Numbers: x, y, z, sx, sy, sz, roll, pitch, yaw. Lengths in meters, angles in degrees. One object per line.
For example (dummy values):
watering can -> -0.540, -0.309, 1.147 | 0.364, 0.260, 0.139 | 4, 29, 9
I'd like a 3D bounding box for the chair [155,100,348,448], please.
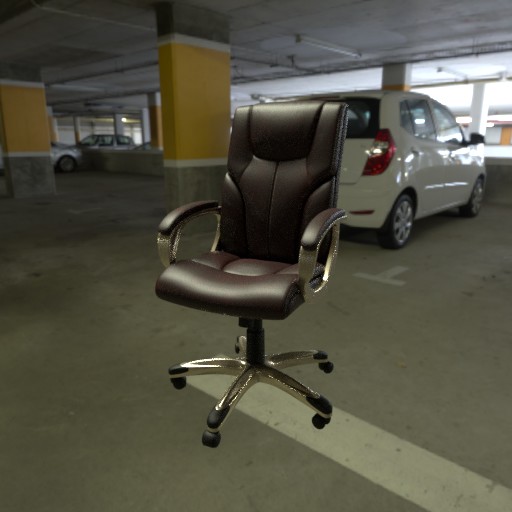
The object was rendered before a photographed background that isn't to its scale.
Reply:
chair -> 0.000, 0.000, 1.601 | 0.662, 1.107, 0.739 | 7, 16, 24
